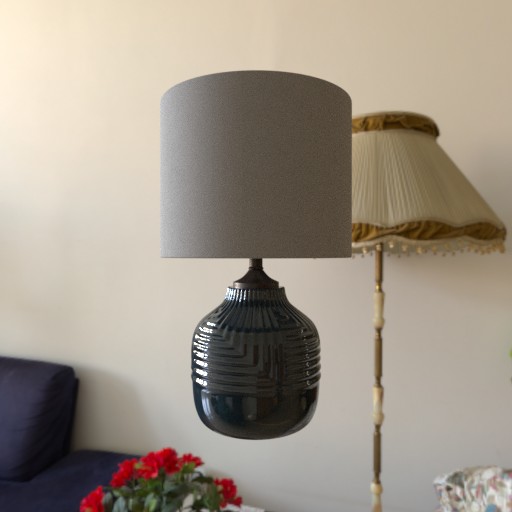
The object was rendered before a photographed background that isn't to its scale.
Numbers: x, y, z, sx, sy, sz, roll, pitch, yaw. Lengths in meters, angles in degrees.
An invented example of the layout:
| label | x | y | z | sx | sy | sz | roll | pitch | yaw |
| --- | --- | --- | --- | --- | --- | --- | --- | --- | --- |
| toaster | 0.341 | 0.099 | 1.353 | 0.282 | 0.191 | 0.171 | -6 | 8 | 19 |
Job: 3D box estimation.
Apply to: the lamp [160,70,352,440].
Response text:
| label | x | y | z | sx | sy | sz | roll | pitch | yaw |
| --- | --- | --- | --- | --- | --- | --- | --- | --- | --- |
| lamp | 0.000 | 0.000 | 0.752 | 0.318 | 0.567 | 0.318 | 0 | 0 | 0 |
